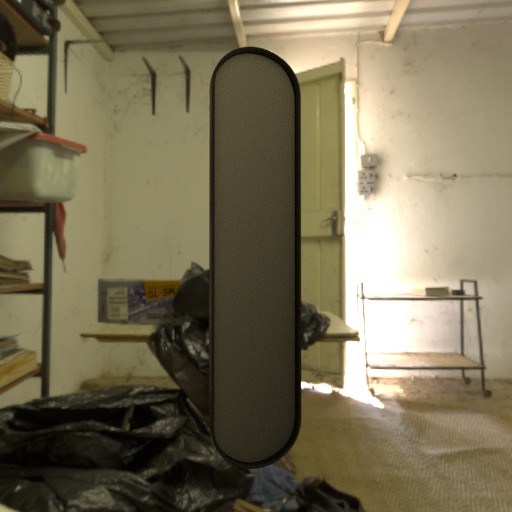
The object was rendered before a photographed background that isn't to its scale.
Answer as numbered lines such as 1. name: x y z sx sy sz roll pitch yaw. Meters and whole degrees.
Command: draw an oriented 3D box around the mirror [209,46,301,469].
1. mirror: 0.000 0.000 1.056 0.222 0.991 0.032 0 -1 -19
